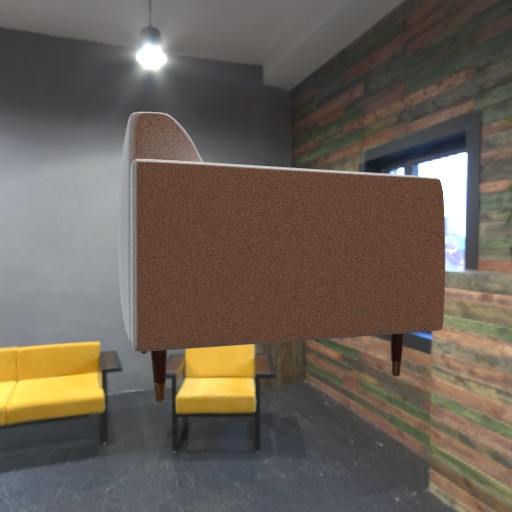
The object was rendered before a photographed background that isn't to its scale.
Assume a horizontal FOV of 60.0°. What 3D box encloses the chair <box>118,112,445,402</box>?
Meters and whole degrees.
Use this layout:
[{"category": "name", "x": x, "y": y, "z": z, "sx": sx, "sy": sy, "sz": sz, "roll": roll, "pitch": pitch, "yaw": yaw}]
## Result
[{"category": "chair", "x": 0.000, "y": 0.000, "z": 1.680, "sx": 0.998, "sy": 0.819, "sz": 0.953, "roll": 0, "pitch": 1, "yaw": -18}]
